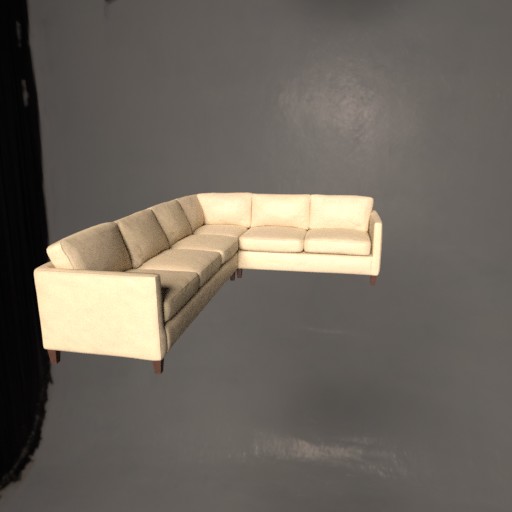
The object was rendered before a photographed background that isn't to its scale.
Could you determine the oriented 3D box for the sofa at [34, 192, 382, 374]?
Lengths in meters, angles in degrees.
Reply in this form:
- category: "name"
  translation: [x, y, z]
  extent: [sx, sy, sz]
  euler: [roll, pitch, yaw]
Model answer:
- category: "sofa"
  translation: [0.000, 0.000, 4.419]
  extent: [2.593, 0.947, 3.302]
  euler: [3, 14, 10]
